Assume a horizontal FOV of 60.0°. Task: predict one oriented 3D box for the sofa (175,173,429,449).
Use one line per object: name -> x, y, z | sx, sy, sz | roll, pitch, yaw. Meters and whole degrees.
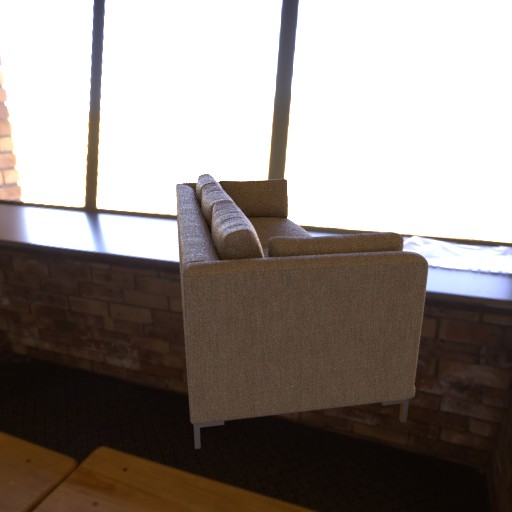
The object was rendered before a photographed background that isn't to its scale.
sofa -> 0.000, 0.000, 2.865 | 0.969, 0.867, 2.415 | -3, 17, -10
